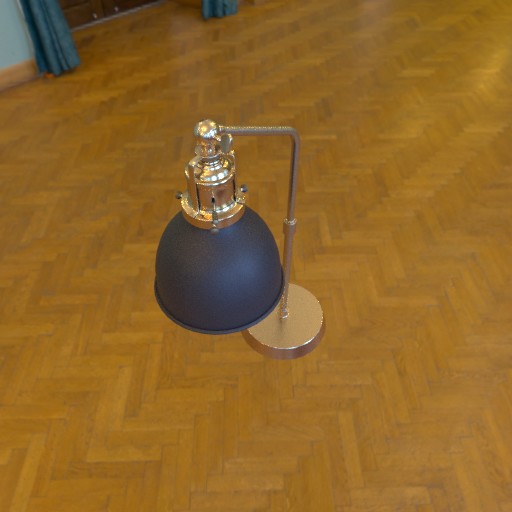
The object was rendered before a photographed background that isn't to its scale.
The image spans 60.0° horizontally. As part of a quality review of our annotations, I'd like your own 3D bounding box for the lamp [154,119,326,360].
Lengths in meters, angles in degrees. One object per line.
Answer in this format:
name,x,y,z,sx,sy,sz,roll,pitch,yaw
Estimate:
lamp,0.000,0.000,0.586,0.160,0.456,0.291,34,56,27
